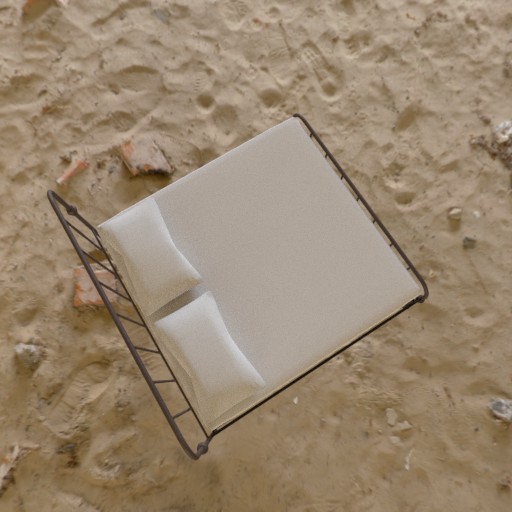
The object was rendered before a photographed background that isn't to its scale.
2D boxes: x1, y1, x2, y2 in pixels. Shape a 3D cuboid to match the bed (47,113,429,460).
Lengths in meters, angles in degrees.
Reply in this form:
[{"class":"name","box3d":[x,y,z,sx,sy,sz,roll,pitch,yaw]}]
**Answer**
[{"class":"bed","box3d":[0.000,0.000,3.515,2.134,1.446,2.044,-31,77,-8]}]
